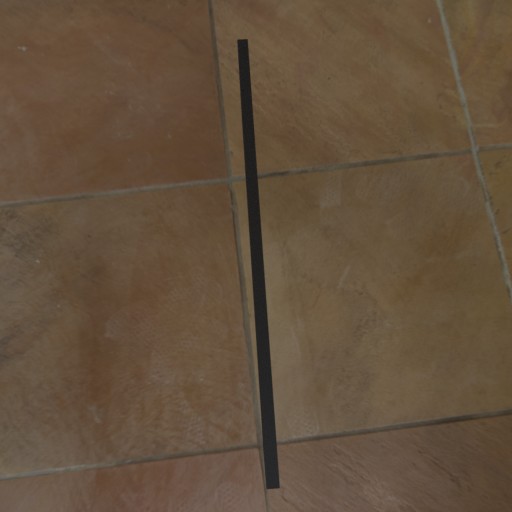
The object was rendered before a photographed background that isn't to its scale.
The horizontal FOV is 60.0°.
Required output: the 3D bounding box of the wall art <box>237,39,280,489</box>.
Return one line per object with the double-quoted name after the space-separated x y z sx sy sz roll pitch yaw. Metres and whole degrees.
0.000 0.000 1.782 0.041 0.554 1.572 -4 77 -1 "wall art"
